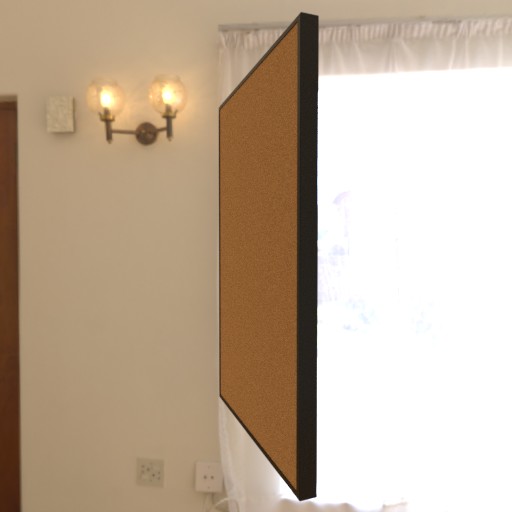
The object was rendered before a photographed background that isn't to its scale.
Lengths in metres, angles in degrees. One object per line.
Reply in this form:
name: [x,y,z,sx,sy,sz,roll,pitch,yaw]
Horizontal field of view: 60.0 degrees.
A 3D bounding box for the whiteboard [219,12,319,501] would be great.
whiteboard: [0.000,0.000,0.747,0.026,0.611,0.406,-1,2,-19]
